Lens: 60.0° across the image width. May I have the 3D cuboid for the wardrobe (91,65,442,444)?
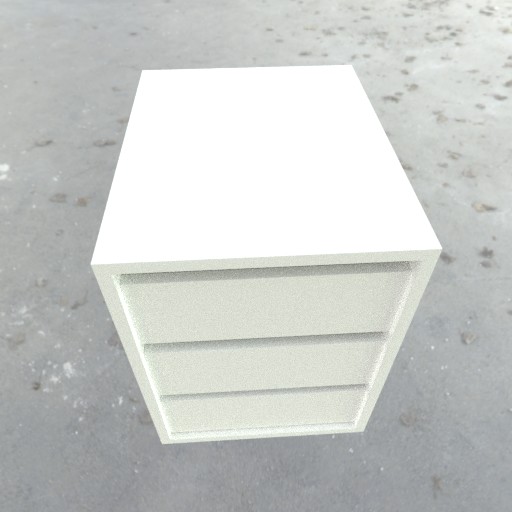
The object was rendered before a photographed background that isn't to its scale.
[{"bbox_3d":[0.000,0.000,0.861,0.400,0.520,0.500,-3,46,-2],"label":"wardrobe"}]
